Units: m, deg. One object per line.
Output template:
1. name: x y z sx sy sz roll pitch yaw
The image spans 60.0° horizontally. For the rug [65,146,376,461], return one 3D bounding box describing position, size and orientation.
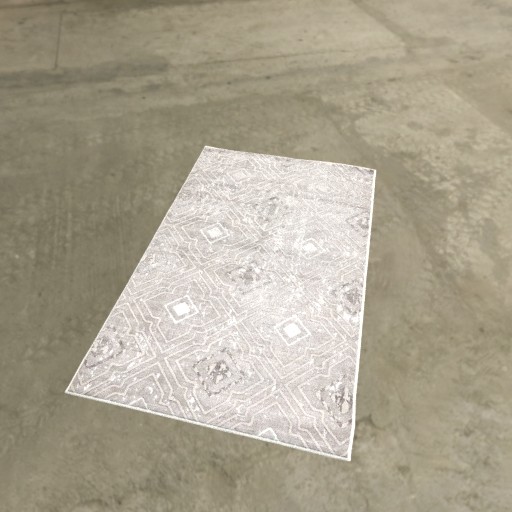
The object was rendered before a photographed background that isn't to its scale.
1. rug: 0.000 0.000 3.077 1.537 0.036 2.447 10 47 9
